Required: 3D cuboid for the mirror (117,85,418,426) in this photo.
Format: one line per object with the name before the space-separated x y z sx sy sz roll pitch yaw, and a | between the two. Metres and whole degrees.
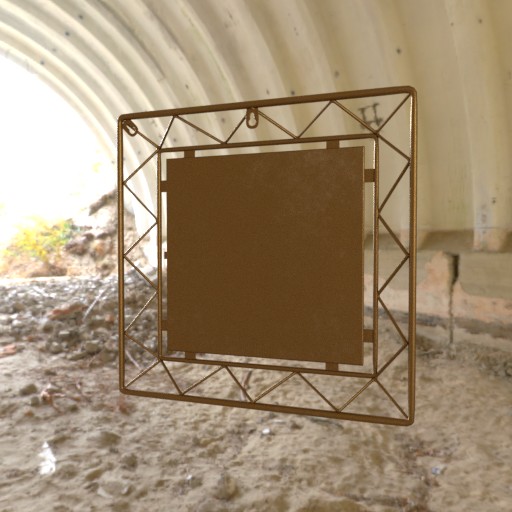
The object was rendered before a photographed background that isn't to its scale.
mirror | 0.000 0.000 0.612 0.416 0.414 0.046 0 1 17
